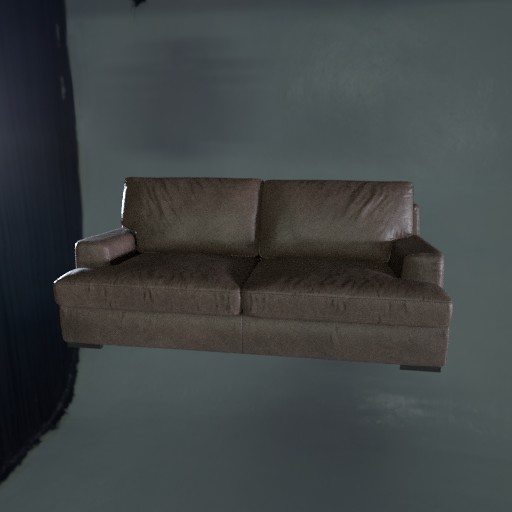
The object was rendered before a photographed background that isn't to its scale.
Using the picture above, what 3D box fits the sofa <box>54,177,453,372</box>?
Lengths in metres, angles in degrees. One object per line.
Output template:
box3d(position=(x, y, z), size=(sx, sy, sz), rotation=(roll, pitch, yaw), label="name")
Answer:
box3d(position=(0.000, 0.000, 2.874), size=(2.261, 0.941, 1.143), rotation=(2, 15, 8), label="sofa")
